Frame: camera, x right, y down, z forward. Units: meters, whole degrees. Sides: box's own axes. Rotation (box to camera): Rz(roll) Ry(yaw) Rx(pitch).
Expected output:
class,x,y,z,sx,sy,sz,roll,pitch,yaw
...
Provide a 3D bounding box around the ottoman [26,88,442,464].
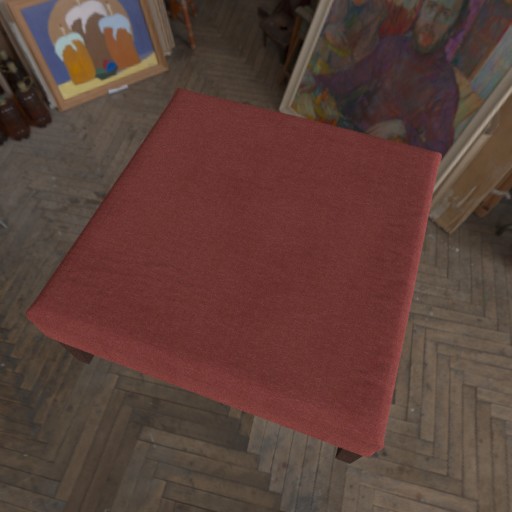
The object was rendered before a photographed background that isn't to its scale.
class,x,y,z,sx,sy,sz,roll,pitch,yaw
ottoman,0.000,0.000,1.348,0.890,0.411,0.889,17,61,10
